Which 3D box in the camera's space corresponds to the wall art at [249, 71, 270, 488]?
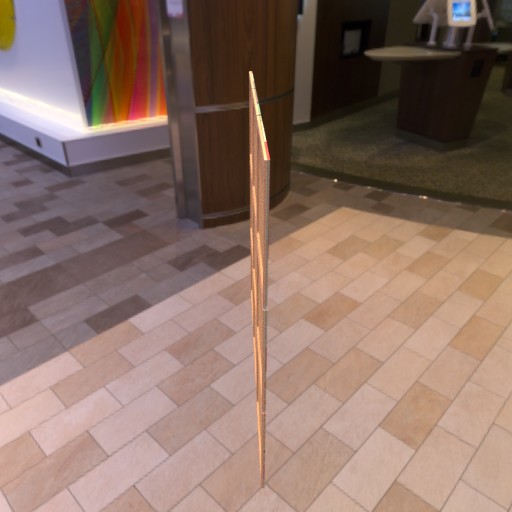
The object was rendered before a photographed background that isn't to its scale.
[{"bbox_3d":[0.000,0.000,1.800,0.013,1.220,1.216,-1,31,-2],"label":"wall art"}]
